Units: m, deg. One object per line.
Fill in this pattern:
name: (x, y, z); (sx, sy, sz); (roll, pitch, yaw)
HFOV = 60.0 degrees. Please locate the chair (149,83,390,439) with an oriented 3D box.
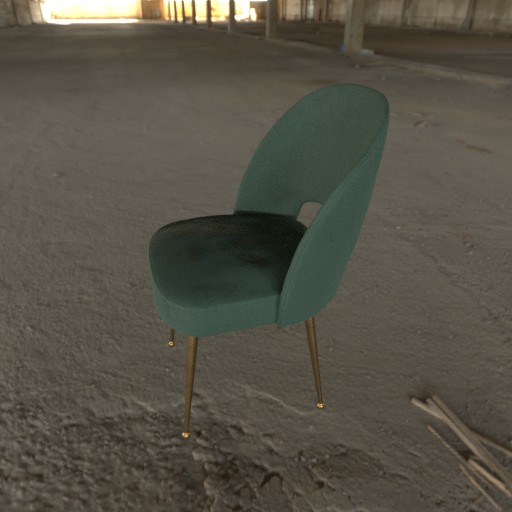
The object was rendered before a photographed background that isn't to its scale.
chair: (0.000, 0.000, 1.224); (0.577, 0.860, 0.527); (-8, 30, -13)
